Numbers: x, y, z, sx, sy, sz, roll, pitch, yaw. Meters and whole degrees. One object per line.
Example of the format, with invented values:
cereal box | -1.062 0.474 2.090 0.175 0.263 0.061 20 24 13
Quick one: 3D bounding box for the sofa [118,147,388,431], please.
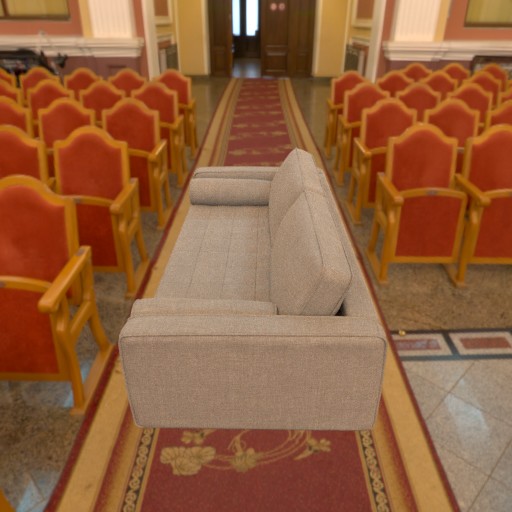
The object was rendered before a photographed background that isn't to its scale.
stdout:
sofa | 0.000 0.000 2.341 0.914 0.762 1.879 1 28 1
